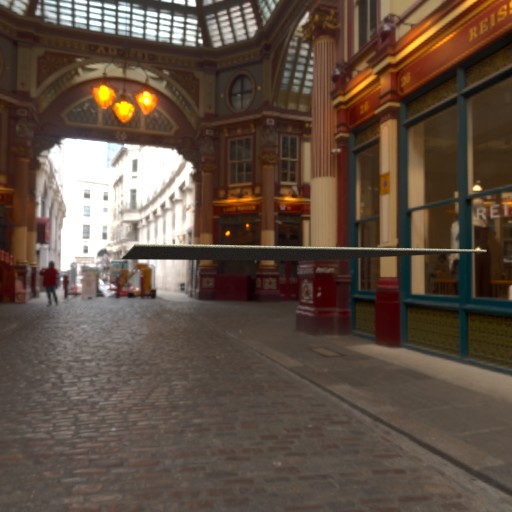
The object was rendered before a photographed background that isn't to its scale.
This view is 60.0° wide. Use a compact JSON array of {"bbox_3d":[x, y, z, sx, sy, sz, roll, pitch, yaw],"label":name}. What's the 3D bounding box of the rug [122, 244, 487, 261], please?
[{"bbox_3d":[0.000,0.000,4.310,2.452,0.016,3.204,1,-2,-18],"label":"rug"}]
